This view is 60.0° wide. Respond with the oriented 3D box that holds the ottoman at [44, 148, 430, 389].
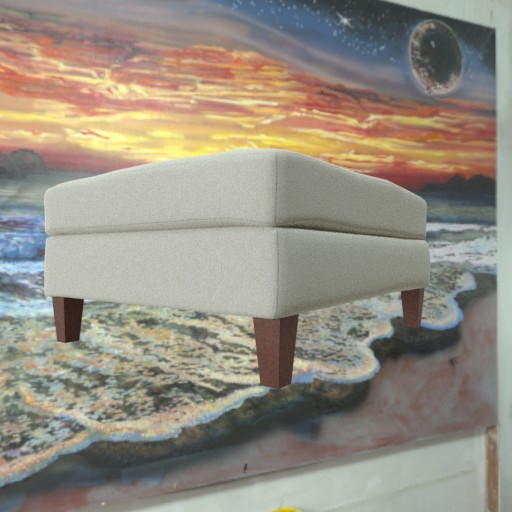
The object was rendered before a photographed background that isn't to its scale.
[{"bbox_3d":[0.000,0.000,1.411,0.836,0.492,0.976,0,0,36],"label":"ottoman"}]
